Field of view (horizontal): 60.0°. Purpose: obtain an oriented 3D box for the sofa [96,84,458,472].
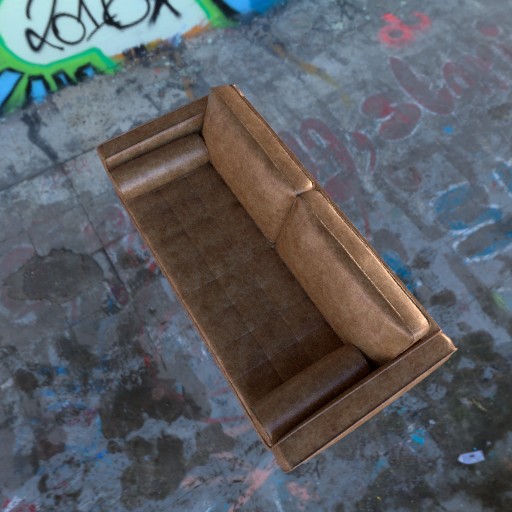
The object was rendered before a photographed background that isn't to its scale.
[{"bbox_3d":[0.000,0.000,2.354,0.924,0.825,1.920,-30,67,-14],"label":"sofa"}]
